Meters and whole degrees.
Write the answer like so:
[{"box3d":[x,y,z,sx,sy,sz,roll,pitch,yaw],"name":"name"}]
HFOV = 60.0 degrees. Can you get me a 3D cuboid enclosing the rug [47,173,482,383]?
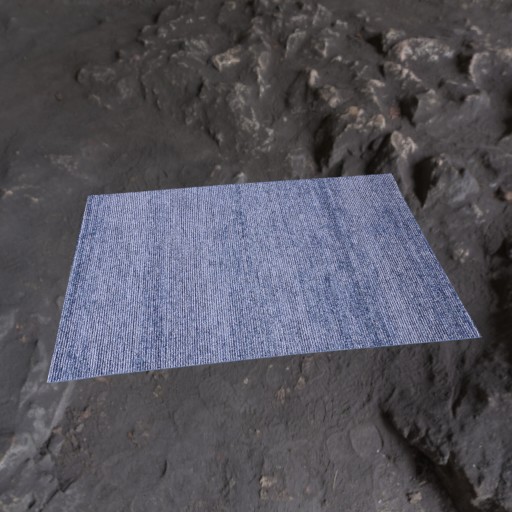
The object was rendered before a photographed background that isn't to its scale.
[{"box3d":[0.000,0.000,2.175,1.777,0.021,1.145,-5,47,-5],"name":"rug"}]
